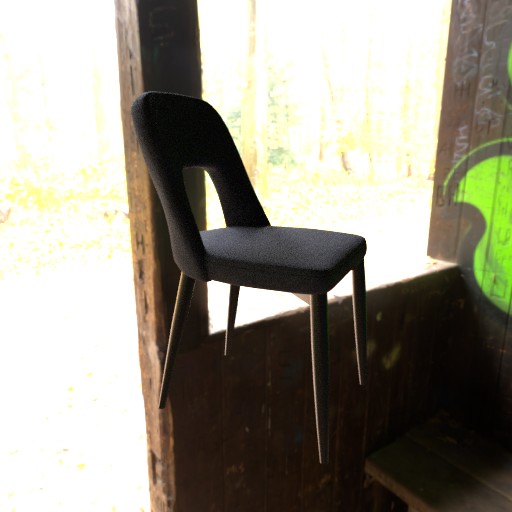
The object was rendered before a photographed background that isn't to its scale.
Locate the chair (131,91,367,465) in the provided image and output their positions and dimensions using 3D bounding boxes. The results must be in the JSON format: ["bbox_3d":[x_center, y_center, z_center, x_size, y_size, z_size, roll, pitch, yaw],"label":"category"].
[{"bbox_3d":[0.000,0.000,1.312,0.612,0.931,0.470,7,16,26],"label":"chair"}]
